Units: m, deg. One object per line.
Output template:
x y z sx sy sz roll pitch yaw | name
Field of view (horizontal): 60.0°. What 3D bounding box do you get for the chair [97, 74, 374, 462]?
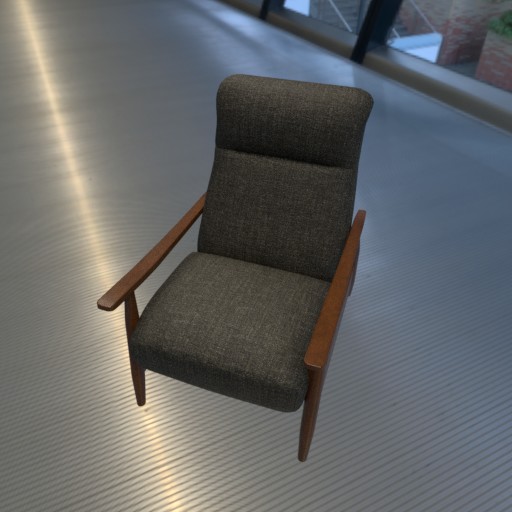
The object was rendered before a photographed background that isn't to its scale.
0.000 0.000 1.771 0.762 1.082 1.014 13 42 15 | chair
